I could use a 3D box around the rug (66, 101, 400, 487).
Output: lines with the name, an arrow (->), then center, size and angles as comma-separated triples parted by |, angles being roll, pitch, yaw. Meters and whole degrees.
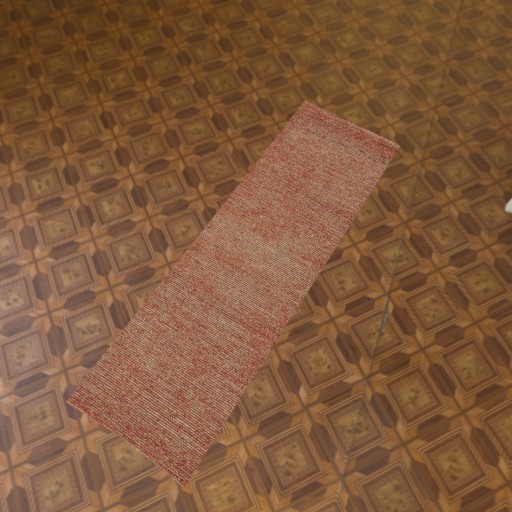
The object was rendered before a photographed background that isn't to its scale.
rug -> 0.000, 0.000, 2.526 | 0.718, 0.013, 2.353 | 30, 68, 13
